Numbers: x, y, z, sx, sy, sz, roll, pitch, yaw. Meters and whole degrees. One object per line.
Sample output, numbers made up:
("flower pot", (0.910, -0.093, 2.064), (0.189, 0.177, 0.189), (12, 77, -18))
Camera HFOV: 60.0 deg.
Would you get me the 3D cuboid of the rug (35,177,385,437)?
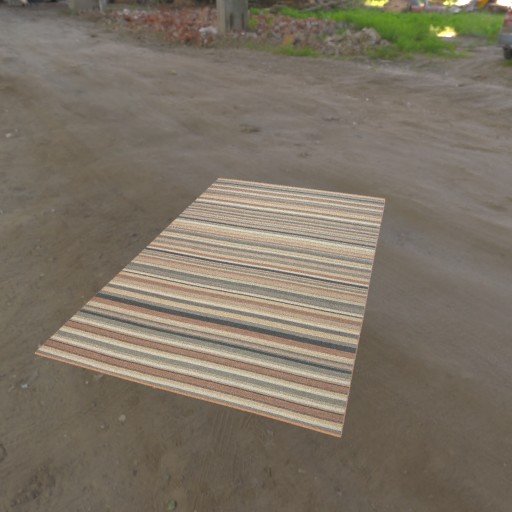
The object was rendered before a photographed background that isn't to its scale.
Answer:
("rug", (0.000, 0.000, 2.984), (1.523, 0.014, 2.438), (10, 33, 15))
